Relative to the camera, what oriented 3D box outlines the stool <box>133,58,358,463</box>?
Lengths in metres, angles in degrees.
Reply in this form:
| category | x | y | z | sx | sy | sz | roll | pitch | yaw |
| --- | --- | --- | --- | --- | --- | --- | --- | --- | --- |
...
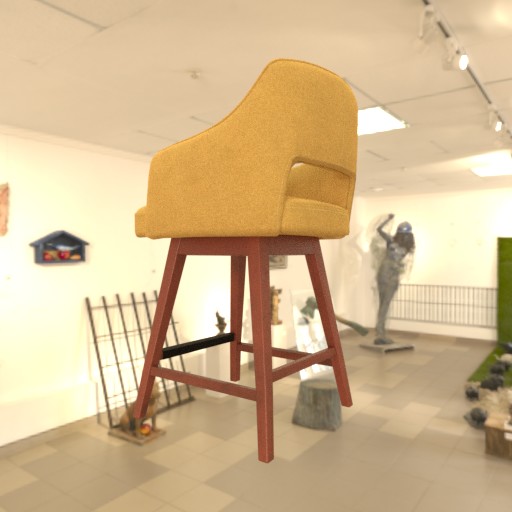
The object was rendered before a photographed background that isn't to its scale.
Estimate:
| category | x | y | z | sx | sy | sz | roll | pitch | yaw |
| --- | --- | --- | --- | --- | --- | --- | --- | --- | --- |
| stool | 0.000 | 0.000 | 1.292 | 0.558 | 0.924 | 0.548 | 1 | 1 | 36 |
